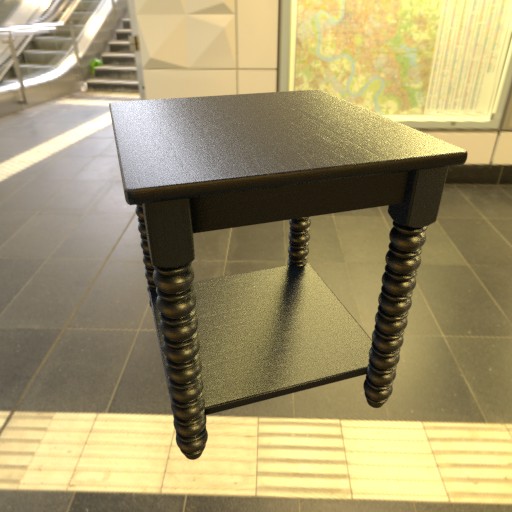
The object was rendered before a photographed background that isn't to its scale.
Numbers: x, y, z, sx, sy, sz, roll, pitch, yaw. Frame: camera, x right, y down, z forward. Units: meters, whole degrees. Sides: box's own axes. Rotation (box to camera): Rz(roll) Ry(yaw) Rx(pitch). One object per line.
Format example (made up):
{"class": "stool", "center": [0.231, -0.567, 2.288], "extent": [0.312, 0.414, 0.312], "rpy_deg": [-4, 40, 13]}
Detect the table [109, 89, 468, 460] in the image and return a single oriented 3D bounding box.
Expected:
{"class": "table", "center": [0.000, 0.000, 0.953], "extent": [0.500, 0.567, 0.533], "rpy_deg": [-9, 32, -15]}
